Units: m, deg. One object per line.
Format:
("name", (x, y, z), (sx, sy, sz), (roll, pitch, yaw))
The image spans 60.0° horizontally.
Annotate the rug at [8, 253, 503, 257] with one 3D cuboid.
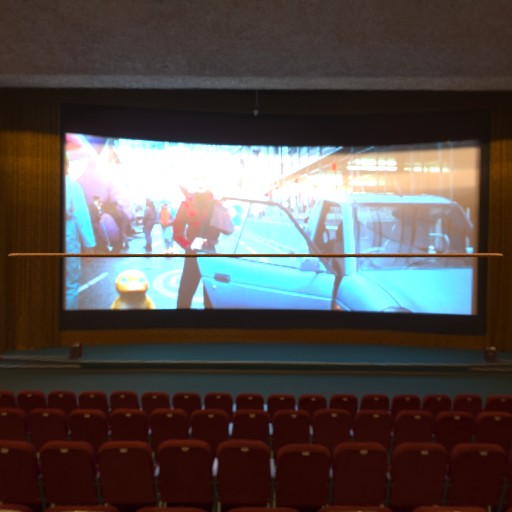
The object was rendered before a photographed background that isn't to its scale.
("rug", (0.000, 0.000, 2.015), (1.668, 0.012, 1.061), (0, 0, 0))
